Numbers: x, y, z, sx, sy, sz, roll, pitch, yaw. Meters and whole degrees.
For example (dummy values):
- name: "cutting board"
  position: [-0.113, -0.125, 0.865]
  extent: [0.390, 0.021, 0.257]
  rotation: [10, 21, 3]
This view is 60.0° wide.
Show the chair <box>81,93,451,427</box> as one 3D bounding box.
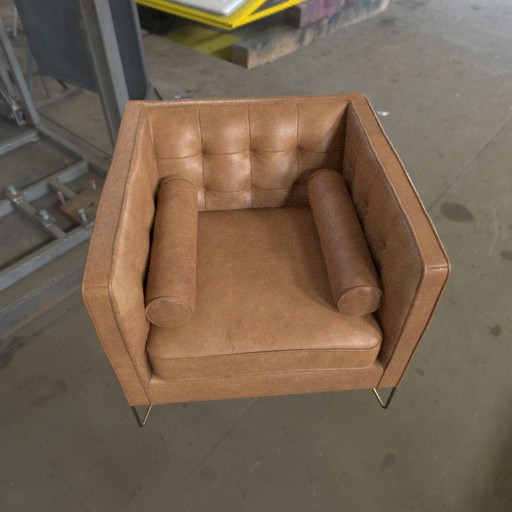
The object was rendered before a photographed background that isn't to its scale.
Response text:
- name: "chair"
  position: [0.000, 0.000, 1.612]
  extent: [0.920, 0.797, 0.912]
  rotation: [-3, 46, -3]
